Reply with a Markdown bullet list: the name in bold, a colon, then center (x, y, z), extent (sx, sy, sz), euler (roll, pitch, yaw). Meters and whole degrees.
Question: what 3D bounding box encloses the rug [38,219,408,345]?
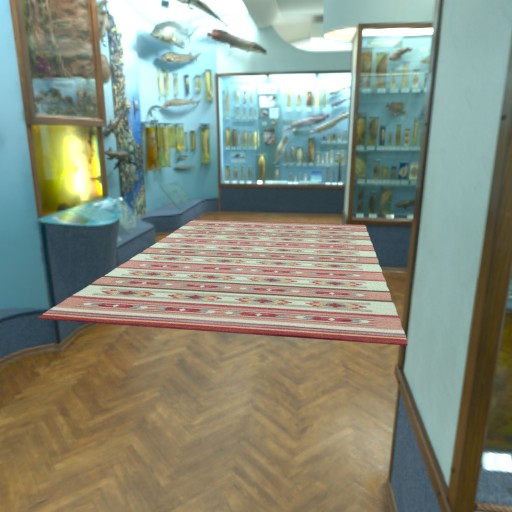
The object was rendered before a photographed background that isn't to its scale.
- **rug**: center (0.000, 0.000, 2.280), extent (1.223, 0.008, 1.817), euler (3, 16, 9)
